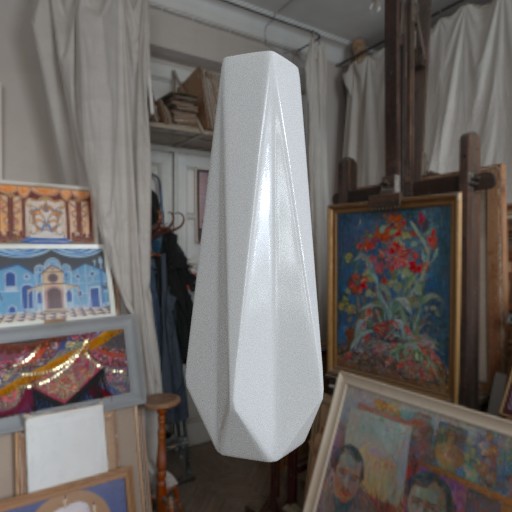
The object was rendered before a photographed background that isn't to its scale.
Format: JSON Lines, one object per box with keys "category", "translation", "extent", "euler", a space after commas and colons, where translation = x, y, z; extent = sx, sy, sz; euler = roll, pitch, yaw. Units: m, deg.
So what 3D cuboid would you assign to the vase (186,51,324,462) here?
{"category": "vase", "translation": [0.000, 0.000, 0.383], "extent": [0.122, 0.329, 0.116], "euler": [0, 0, 18]}
